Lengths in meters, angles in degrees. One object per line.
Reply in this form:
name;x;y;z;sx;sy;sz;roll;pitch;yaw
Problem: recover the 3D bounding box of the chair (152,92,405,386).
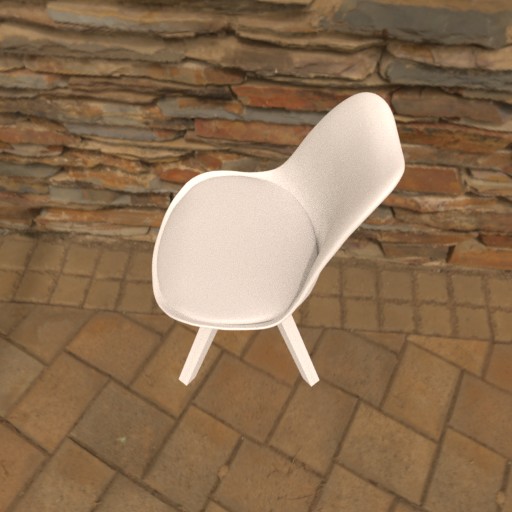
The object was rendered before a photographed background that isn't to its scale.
chair;0.000;0.000;1.190;0.550;0.850;0.485;0;57;0
